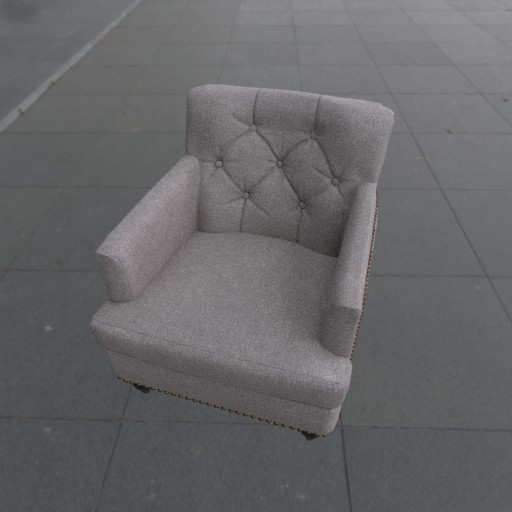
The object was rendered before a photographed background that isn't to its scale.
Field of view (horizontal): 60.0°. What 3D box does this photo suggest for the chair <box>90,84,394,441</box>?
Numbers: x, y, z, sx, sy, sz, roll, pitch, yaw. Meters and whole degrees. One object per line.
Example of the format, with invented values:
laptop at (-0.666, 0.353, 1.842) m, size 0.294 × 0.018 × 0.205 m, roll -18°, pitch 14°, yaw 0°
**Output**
chair at (0.000, 0.000, 1.483) m, size 0.737 × 0.823 × 0.902 m, roll 11°, pitch 42°, yaw 13°
